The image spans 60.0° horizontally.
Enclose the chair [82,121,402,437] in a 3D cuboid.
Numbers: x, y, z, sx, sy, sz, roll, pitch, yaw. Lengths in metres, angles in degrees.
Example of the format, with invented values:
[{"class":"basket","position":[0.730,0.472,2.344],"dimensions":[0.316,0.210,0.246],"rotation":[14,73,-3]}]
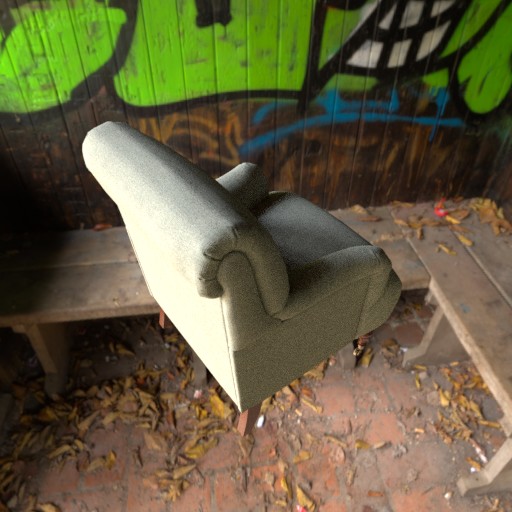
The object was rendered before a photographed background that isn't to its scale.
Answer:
[{"class":"chair","position":[0.000,0.000,2.000],"dimensions":[1.060,1.178,0.964],"rotation":[-25,46,-27]}]
